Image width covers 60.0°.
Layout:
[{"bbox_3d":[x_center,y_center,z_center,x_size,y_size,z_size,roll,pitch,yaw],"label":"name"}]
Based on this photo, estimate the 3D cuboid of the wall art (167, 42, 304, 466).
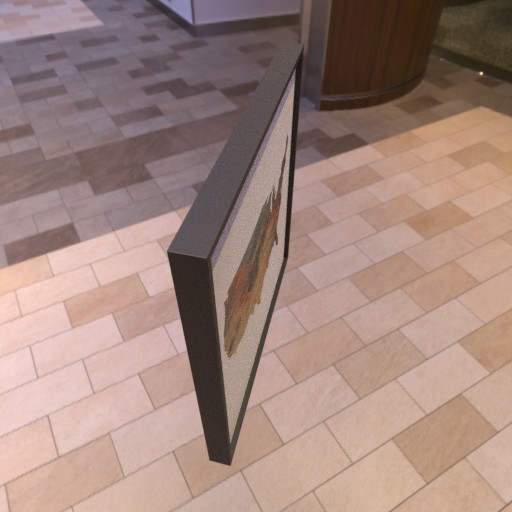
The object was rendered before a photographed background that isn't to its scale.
[{"bbox_3d":[0.000,0.000,0.745,0.038,0.507,0.507,10,47,10],"label":"wall art"}]
